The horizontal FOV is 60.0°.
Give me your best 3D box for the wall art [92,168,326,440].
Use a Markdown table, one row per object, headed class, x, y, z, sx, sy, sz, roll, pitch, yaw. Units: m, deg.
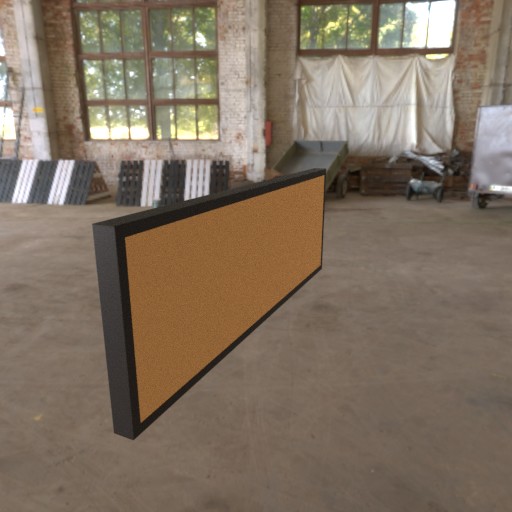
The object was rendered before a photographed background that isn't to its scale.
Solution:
| class | x | y | z | sx | sy | sz | roll | pitch | yaw |
| --- | --- | --- | --- | --- | --- | --- | --- | --- | --- |
| wall art | 0.000 | 0.000 | 0.952 | 0.037 | 0.303 | 0.860 | 8 | 18 | 25 |
